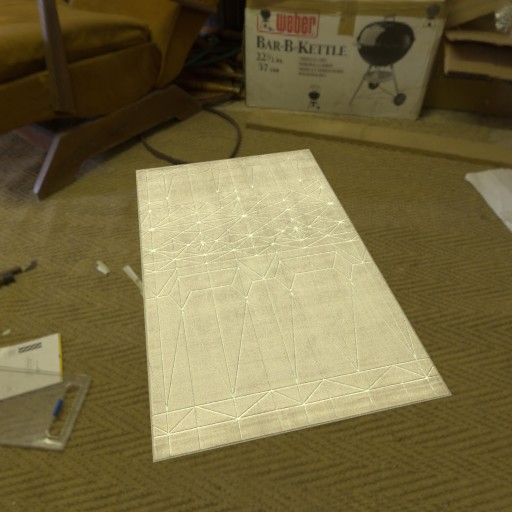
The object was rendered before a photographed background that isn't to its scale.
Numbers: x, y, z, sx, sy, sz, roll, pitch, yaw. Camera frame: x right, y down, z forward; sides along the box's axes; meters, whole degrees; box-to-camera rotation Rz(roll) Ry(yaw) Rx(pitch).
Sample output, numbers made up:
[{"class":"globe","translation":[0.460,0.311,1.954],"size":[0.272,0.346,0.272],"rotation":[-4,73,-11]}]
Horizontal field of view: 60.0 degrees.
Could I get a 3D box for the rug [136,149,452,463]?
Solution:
[{"class":"rug","translation":[0.000,0.000,3.012],"size":[1.524,0.012,2.438],"rotation":[-9,46,-9]}]
